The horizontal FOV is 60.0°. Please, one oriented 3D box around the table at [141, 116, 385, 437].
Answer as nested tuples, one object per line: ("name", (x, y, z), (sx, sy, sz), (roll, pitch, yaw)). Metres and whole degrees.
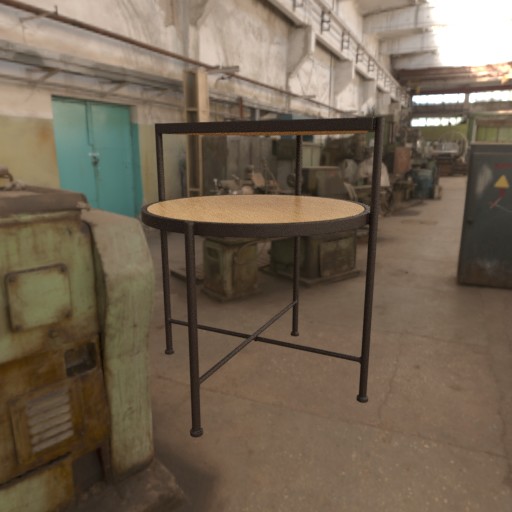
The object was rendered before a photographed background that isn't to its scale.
("table", (0.000, 0.000, 1.169), (0.629, 0.684, 0.628), (7, 15, 25))
